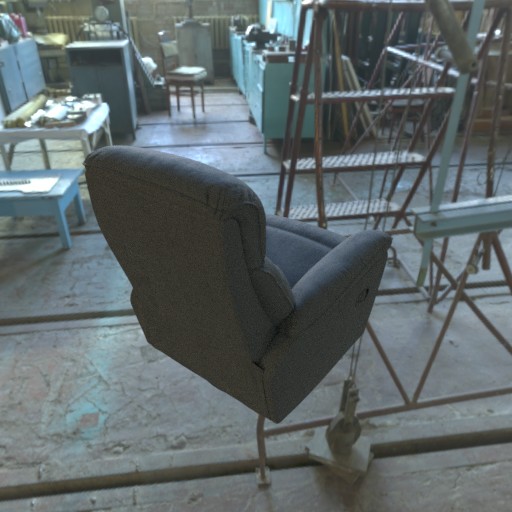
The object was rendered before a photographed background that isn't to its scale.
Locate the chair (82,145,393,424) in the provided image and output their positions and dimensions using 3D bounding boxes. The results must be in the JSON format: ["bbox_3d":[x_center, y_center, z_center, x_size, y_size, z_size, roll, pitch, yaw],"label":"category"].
[{"bbox_3d":[0.000,0.000,1.761,0.820,1.037,1.004,22,38,31],"label":"chair"}]
